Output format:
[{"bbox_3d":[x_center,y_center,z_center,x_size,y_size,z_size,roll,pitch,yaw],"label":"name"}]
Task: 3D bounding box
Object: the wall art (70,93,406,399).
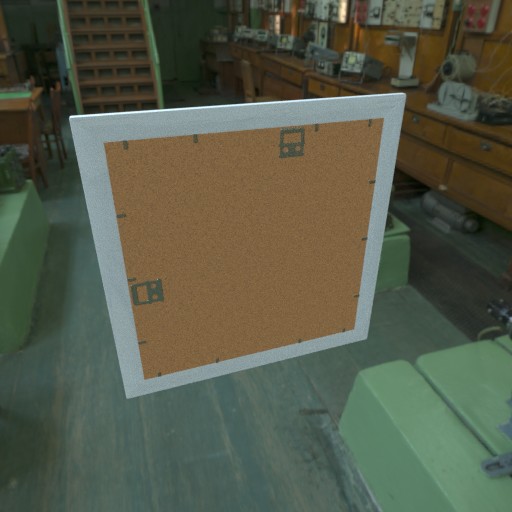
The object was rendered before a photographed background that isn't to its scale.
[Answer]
[{"bbox_3d":[0.000,0.000,0.883,0.584,0.584,0.013,-10,31,-17],"label":"wall art"}]
